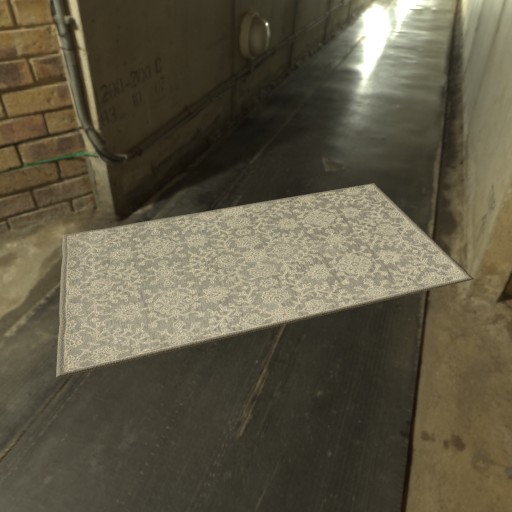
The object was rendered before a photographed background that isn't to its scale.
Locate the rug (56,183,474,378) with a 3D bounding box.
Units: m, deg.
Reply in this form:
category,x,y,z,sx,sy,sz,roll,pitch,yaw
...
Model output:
category,x,y,z,sx,sy,sz,roll,pitch,yaw
rug,0.000,0.000,3.646,3.048,0.011,1.546,-11,40,-13
